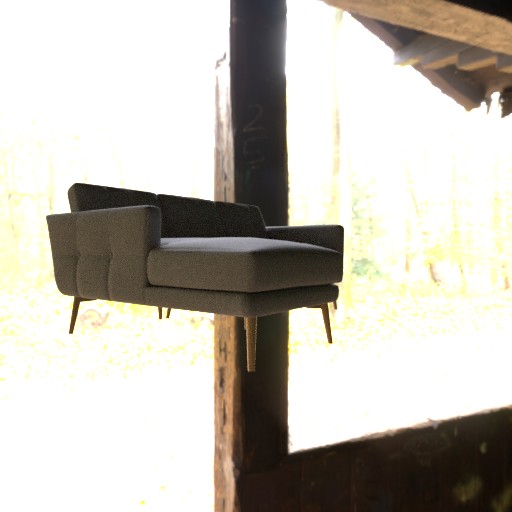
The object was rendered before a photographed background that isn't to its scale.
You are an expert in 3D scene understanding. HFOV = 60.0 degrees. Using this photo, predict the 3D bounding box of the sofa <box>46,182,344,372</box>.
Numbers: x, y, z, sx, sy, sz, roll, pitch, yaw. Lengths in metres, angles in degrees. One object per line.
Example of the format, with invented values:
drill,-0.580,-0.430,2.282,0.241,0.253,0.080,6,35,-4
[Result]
sofa,0.000,0.000,2.858,1.530,0.860,2.040,0,1,37
